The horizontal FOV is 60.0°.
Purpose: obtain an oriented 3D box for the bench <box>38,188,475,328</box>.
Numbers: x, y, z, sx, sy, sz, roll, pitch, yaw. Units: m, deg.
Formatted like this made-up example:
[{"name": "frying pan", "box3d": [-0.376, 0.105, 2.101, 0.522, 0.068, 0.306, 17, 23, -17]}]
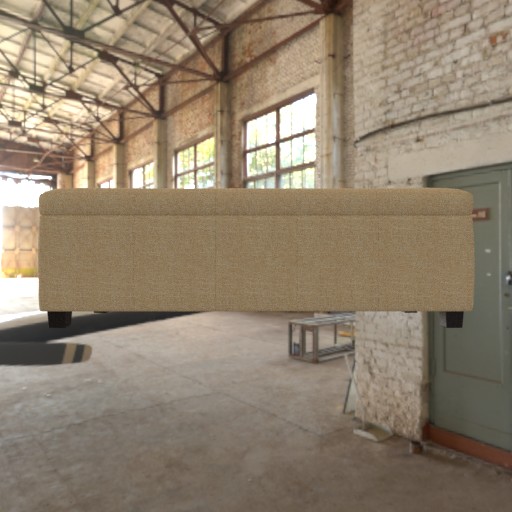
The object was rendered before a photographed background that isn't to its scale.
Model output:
[{"name": "bench", "box3d": [0.000, 0.000, 1.439, 1.219, 0.406, 0.432, 0, 0, 0]}]
